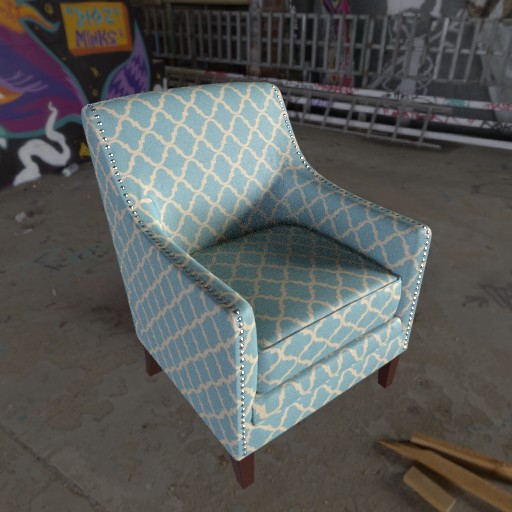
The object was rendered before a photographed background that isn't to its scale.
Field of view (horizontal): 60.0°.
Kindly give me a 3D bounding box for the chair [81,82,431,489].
[{"bbox_3d":[0.000,0.000,1.243,0.617,0.817,0.686,-21,36,-32],"label":"chair"}]
